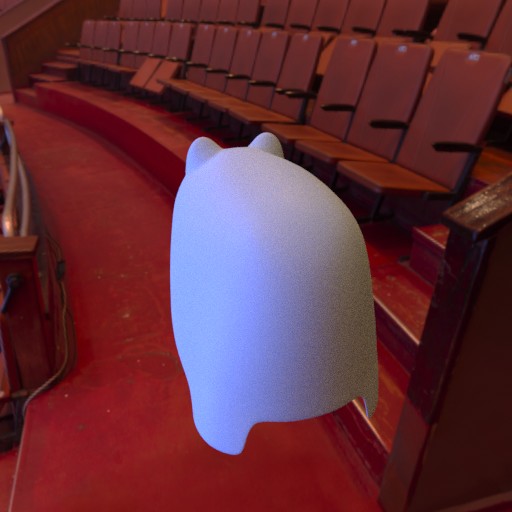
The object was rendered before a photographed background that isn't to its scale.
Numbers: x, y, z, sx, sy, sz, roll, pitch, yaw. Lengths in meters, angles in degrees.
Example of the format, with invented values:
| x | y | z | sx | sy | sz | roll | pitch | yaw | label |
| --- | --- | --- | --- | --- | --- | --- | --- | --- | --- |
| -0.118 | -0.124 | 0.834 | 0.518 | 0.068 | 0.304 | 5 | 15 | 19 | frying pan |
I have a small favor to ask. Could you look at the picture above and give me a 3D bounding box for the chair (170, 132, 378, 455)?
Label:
| x | y | z | sx | sy | sz | roll | pitch | yaw | label |
| --- | --- | --- | --- | --- | --- | --- | --- | --- | --- |
| 0.000 | 0.000 | 0.896 | 0.364 | 0.423 | 0.619 | -9 | 29 | -16 | chair |
